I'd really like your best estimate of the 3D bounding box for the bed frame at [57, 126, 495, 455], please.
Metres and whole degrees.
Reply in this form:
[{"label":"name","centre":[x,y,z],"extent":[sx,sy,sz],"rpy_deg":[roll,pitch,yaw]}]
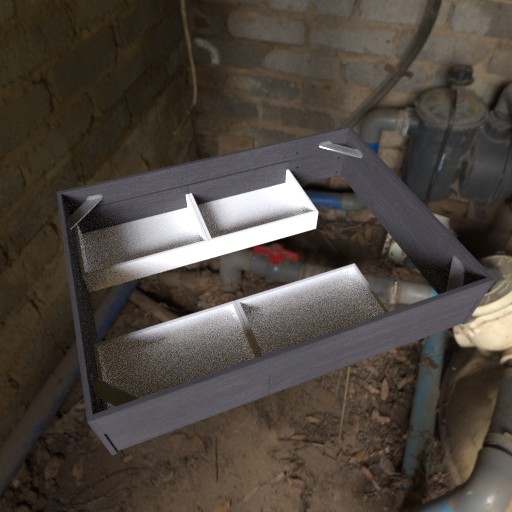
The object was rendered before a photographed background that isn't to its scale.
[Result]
[{"label":"bed frame","centre":[0.000,0.000,2.527],"extent":[1.944,0.459,1.448],"rpy_deg":[-16,51,-14]}]
